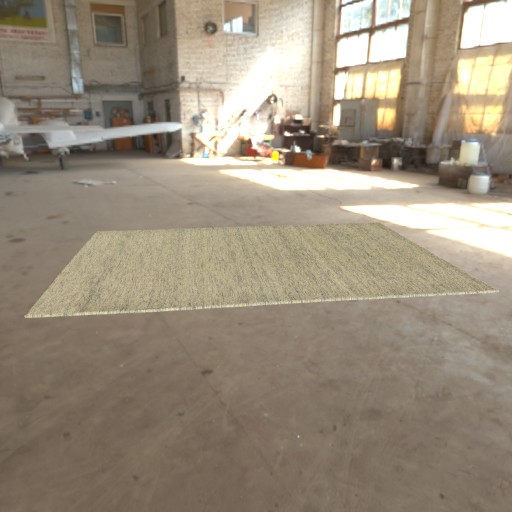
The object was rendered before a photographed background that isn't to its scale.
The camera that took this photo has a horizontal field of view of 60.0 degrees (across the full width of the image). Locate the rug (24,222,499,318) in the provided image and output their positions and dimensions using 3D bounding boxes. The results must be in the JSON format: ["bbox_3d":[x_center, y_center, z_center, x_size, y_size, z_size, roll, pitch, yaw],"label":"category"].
[{"bbox_3d":[0.000,0.000,2.276,1.846,0.014,1.243,-2,18,-7],"label":"rug"}]
